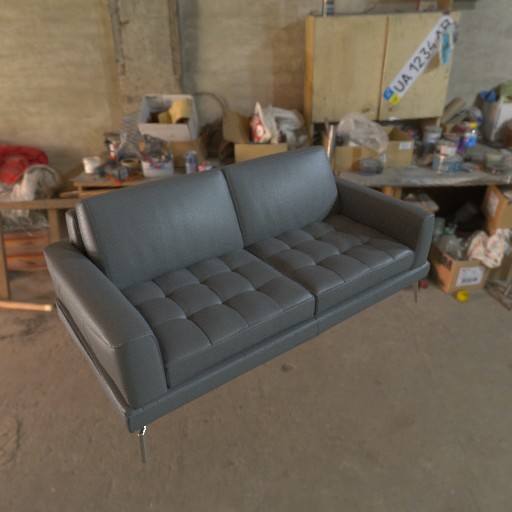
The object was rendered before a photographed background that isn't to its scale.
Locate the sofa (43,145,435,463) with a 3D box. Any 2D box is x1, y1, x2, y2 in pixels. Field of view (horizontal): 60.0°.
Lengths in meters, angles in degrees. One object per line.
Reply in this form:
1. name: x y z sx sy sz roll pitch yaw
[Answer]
1. sofa: 0.000 0.000 2.689 2.177 0.930 1.121 -20 35 -31
